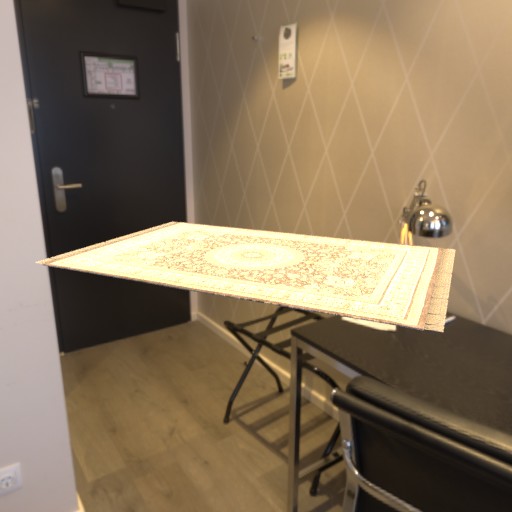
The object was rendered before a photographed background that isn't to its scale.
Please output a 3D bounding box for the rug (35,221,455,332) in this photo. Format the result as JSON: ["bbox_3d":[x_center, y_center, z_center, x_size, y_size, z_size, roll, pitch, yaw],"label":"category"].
[{"bbox_3d":[0.000,0.000,4.219,3.422,0.015,2.143,7,17,24],"label":"rug"}]
